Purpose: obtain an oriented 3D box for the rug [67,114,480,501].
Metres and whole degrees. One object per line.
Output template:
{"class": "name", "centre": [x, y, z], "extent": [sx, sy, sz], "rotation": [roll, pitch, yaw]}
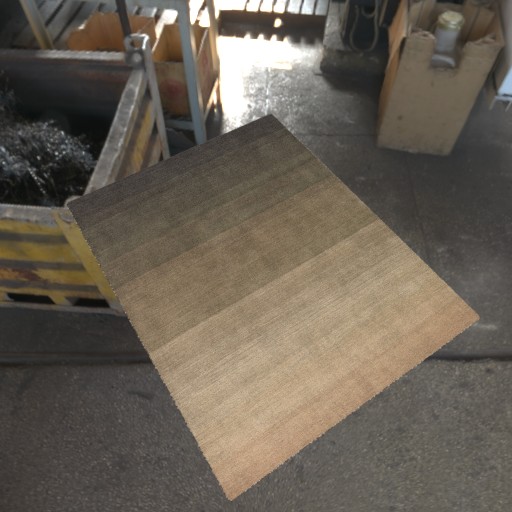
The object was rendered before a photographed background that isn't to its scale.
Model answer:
{"class": "rug", "centre": [0.000, 0.000, 3.776], "extent": [2.306, 0.017, 2.902], "rotation": [-29, 61, -18]}
